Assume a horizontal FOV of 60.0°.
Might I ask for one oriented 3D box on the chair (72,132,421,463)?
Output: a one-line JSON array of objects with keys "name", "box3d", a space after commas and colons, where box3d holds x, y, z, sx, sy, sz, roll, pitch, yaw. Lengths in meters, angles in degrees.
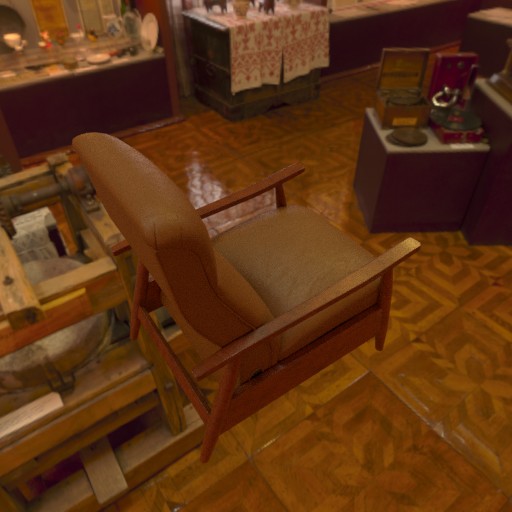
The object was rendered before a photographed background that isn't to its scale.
[{"name": "chair", "box3d": [0.000, 0.000, 1.755, 1.014, 1.082, 0.762, -24, 46, -25]}]
